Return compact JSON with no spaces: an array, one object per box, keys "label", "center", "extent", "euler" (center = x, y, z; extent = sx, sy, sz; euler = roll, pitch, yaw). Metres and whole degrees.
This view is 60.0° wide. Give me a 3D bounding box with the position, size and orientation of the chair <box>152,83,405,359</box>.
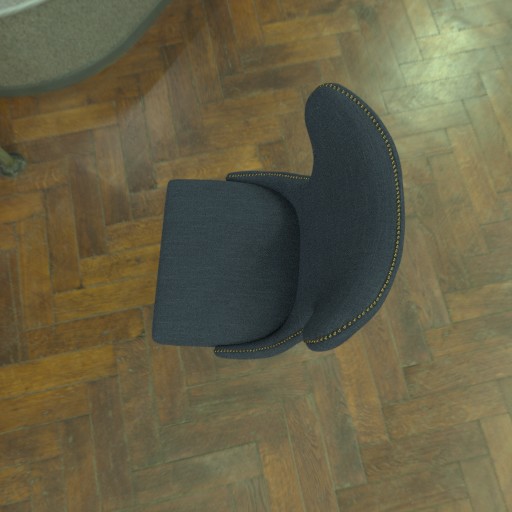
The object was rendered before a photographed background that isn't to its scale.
[{"label":"chair","center":[0.000,0.000,1.383],"extent":[0.635,0.967,0.628],"euler":[2,75,1]}]
